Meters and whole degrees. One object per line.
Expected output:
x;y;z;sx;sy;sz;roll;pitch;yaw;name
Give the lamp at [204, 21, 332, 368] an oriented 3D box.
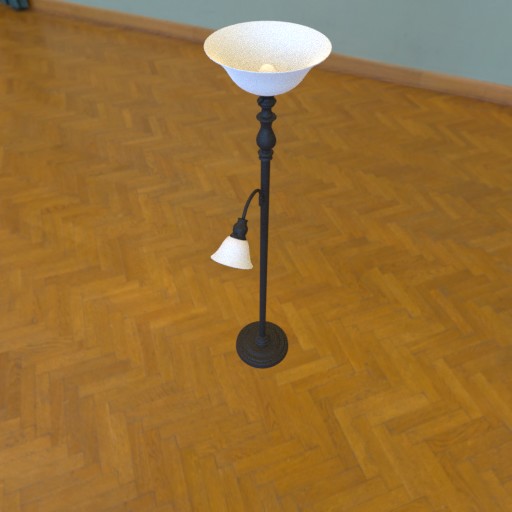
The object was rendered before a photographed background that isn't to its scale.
0.000;0.000;2.007;0.405;1.793;0.588;18;50;16;lamp
